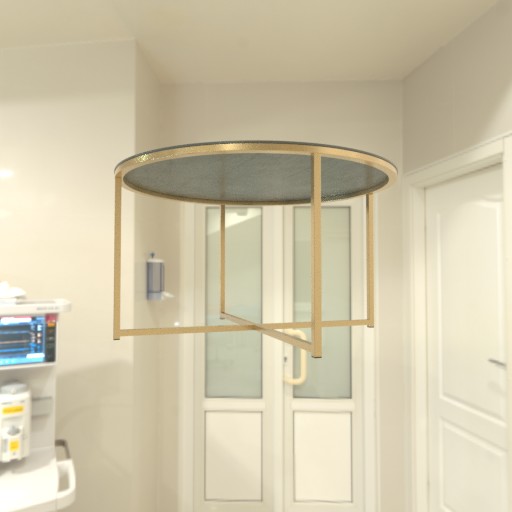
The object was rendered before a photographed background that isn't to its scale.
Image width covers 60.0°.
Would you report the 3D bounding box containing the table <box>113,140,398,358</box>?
[{"bbox_3d":[0.000,0.000,1.305,0.800,0.450,0.800,0,-2,0],"label":"table"}]
